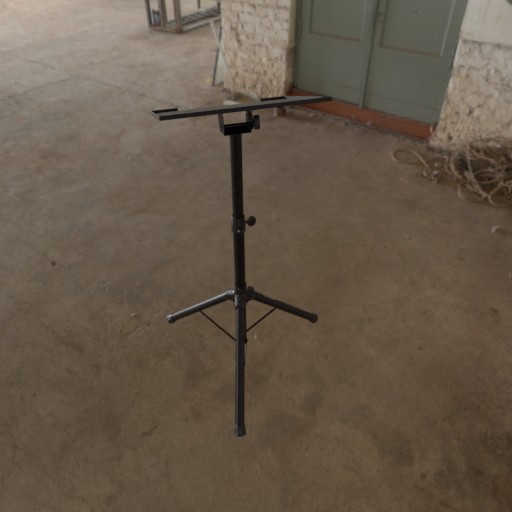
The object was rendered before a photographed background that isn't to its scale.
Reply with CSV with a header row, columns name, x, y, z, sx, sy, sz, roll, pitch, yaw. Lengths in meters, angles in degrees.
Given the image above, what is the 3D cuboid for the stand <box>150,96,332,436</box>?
name,x,y,z,sx,sy,sz,roll,pitch,yaw
stand,0.000,0.000,1.605,0.702,1.198,0.702,-11,41,-13
